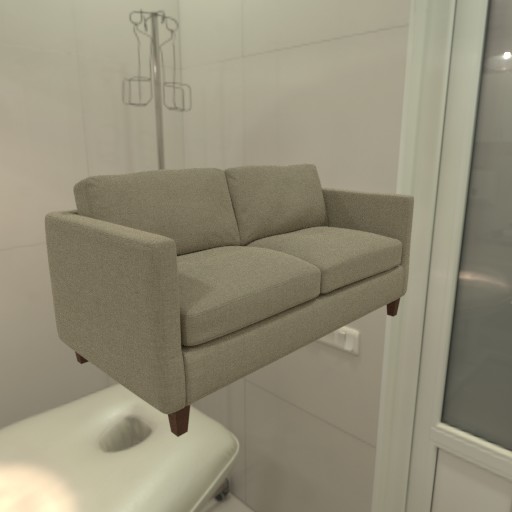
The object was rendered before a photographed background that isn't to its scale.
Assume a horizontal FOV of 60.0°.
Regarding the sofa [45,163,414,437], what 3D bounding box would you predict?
[{"bbox_3d":[0.000,0.000,2.432,0.951,0.947,1.884,14,20,43],"label":"sofa"}]
